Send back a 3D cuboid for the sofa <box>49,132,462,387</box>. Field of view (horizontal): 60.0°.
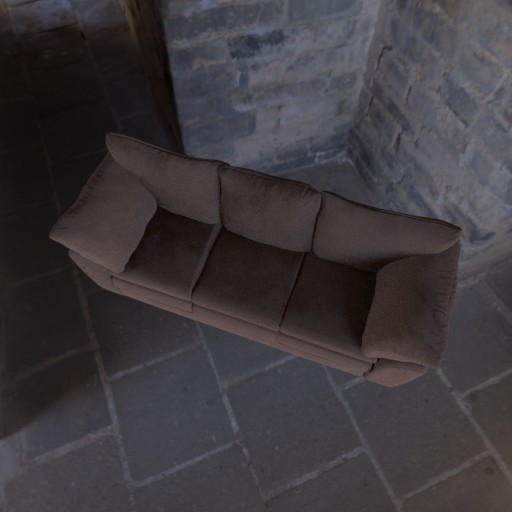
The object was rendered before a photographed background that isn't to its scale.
[{"bbox_3d":[0.000,0.000,2.844,2.336,1.015,0.878,17,60,10],"label":"sofa"}]
